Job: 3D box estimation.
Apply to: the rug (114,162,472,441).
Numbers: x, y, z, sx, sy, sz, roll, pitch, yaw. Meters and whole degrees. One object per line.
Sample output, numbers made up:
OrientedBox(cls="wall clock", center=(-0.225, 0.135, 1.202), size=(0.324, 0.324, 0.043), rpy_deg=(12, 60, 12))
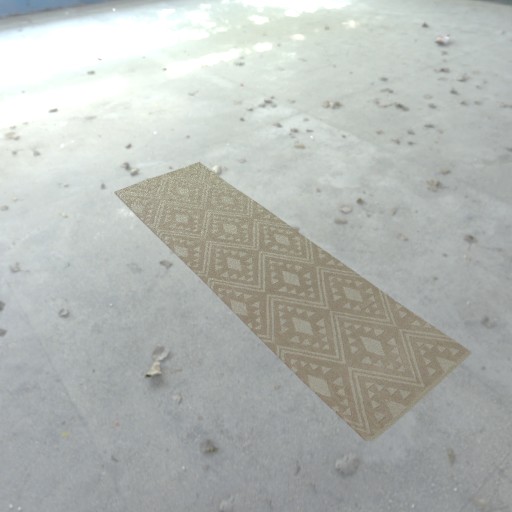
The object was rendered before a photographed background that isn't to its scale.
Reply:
OrientedBox(cls="rug", center=(0.000, 0.000, 2.717), size=(0.752, 0.051, 2.452), rpy_deg=(-27, 47, -28))
